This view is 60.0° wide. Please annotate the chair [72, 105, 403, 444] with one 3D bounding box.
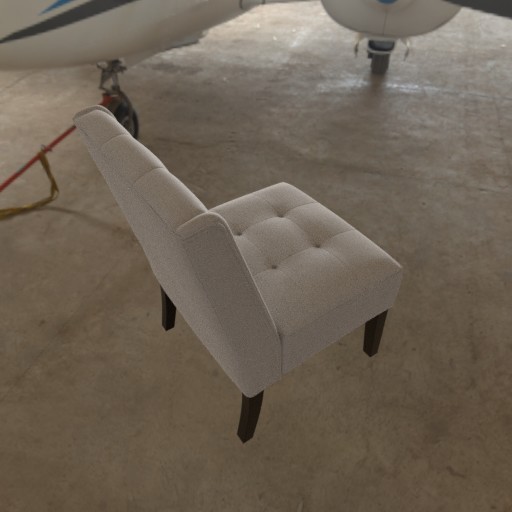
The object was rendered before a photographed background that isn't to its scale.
[{"bbox_3d":[0.000,0.000,1.280,0.676,0.853,0.569,-25,47,-25],"label":"chair"}]
